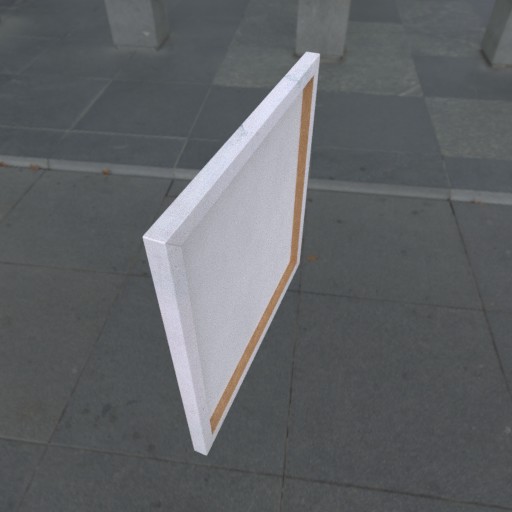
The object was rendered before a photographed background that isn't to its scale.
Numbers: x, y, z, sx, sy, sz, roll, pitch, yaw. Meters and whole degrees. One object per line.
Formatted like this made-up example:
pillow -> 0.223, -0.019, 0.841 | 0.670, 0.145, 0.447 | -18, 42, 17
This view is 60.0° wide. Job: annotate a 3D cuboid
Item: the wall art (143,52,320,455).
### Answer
wall art -> 0.000, 0.000, 1.146 | 0.038, 0.762, 0.762 | 16, 47, 16
